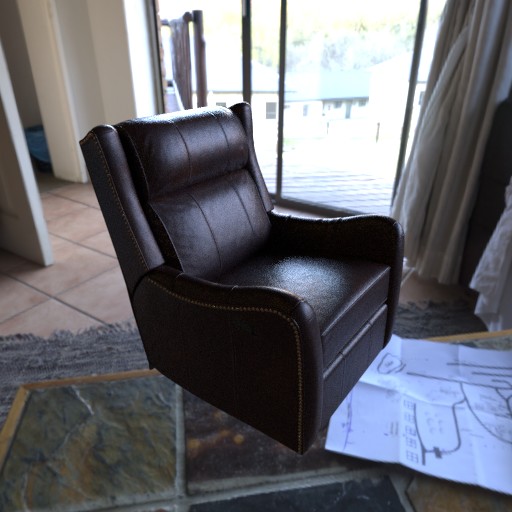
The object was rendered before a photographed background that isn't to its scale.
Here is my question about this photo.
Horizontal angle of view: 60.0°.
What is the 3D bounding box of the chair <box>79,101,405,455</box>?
[{"bbox_3d":[0.000,0.000,1.828,1.008,1.084,0.869,18,31,32],"label":"chair"}]
